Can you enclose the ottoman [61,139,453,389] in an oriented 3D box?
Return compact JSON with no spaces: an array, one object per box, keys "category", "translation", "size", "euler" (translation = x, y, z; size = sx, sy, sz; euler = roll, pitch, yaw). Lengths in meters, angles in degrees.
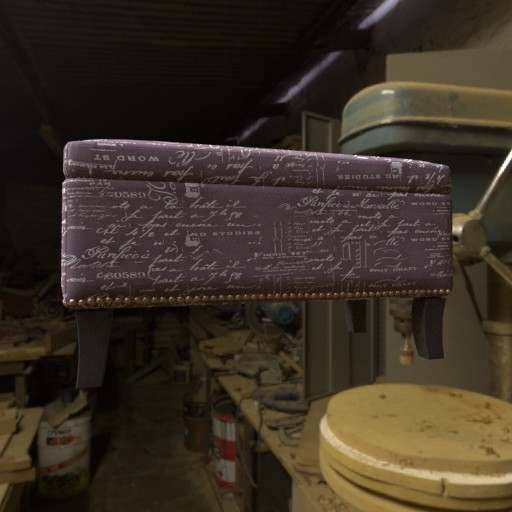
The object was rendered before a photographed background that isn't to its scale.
[{"category":"ottoman","translation":[0.000,0.000,1.055],"size":[0.813,0.457,0.406],"euler":[0,1,-17]}]
